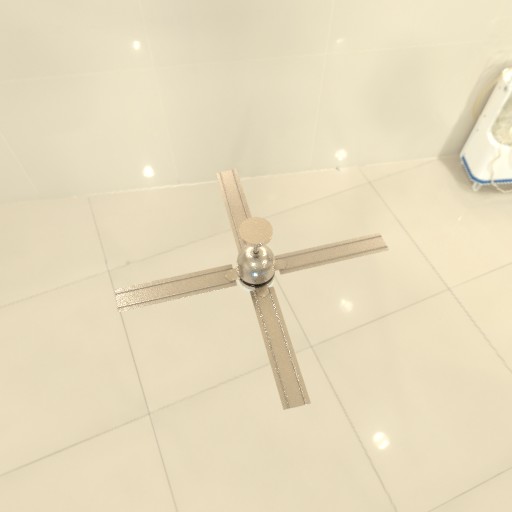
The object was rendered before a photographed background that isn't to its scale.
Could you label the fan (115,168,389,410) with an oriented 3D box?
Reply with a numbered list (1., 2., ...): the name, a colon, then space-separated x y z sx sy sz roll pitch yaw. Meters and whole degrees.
1. fan: 0.000 0.000 2.054 1.346 0.406 1.346 -14 58 -9
